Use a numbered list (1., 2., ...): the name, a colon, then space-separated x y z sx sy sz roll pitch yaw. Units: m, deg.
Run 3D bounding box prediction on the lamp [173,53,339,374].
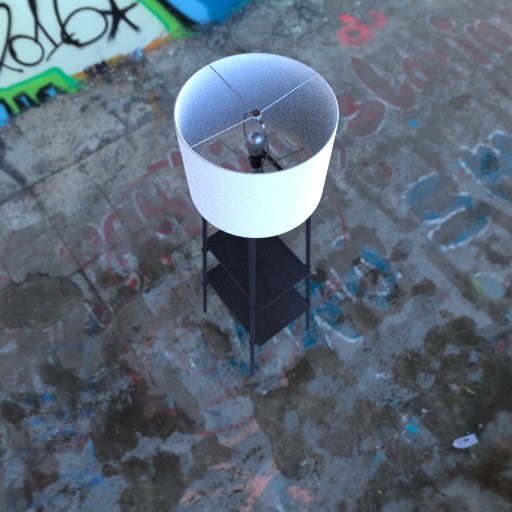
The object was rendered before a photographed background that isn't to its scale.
1. lamp: 0.000 0.000 1.666 0.384 1.474 0.427 -35 68 -16
